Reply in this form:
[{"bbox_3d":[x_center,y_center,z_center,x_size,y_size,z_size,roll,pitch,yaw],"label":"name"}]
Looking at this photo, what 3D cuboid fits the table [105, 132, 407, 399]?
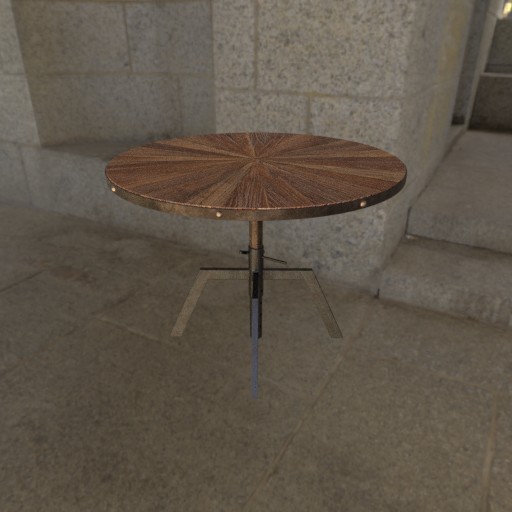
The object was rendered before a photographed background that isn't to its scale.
[{"bbox_3d":[0.000,0.000,1.498,0.885,0.658,0.885,0,26,0],"label":"table"}]
